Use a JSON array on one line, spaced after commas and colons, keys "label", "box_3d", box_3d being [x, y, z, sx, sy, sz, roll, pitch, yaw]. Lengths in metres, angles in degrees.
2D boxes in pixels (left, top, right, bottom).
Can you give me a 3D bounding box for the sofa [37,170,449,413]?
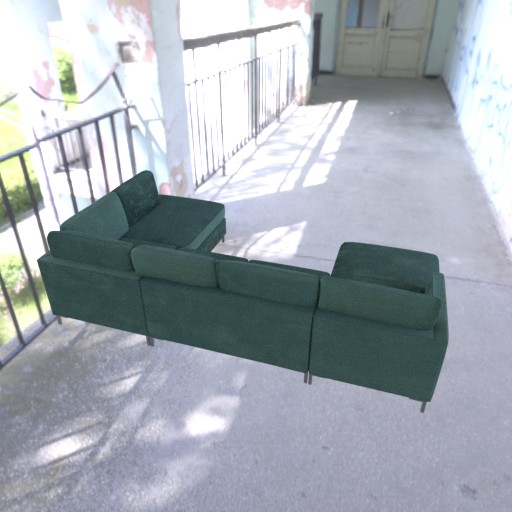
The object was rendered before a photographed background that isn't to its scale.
[{"label": "sofa", "box_3d": [0.000, 0.000, 4.375, 3.434, 0.992, 2.055, 10, 32, 15]}]
